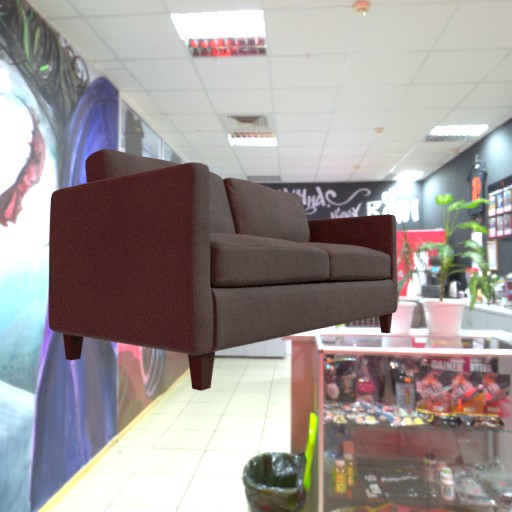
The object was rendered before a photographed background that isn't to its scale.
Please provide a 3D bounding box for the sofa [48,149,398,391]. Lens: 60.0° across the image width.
[{"bbox_3d":[0.000,0.000,2.440,0.950,0.963,1.884,-1,-2,38],"label":"sofa"}]
